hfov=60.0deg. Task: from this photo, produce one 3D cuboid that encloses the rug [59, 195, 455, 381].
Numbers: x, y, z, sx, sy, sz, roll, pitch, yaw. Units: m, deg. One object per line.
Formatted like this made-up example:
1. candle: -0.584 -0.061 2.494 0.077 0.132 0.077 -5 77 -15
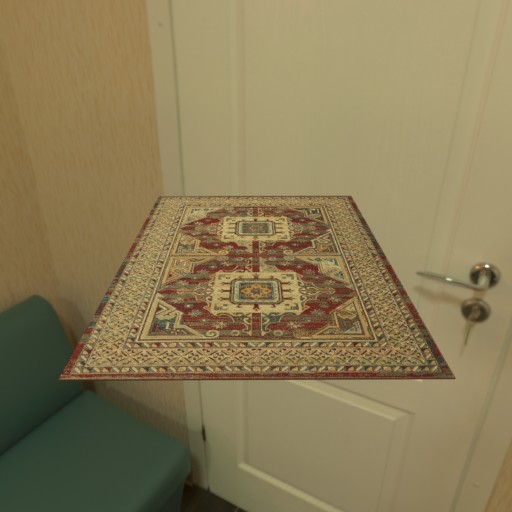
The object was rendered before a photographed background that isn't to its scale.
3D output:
1. rug: 0.000 0.000 4.074 2.381 0.013 3.197 0 28 0
